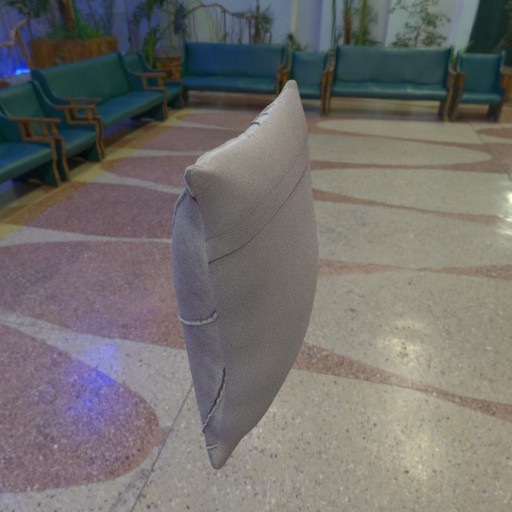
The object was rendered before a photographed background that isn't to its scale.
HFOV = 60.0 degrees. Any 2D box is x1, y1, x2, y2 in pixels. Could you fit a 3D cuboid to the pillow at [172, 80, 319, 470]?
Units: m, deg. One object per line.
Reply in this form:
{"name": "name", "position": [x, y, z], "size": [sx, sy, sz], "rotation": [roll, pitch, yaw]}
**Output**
{"name": "pillow", "position": [0.000, 0.000, 0.672], "size": [0.185, 0.440, 0.439], "rotation": [9, 32, 14]}
